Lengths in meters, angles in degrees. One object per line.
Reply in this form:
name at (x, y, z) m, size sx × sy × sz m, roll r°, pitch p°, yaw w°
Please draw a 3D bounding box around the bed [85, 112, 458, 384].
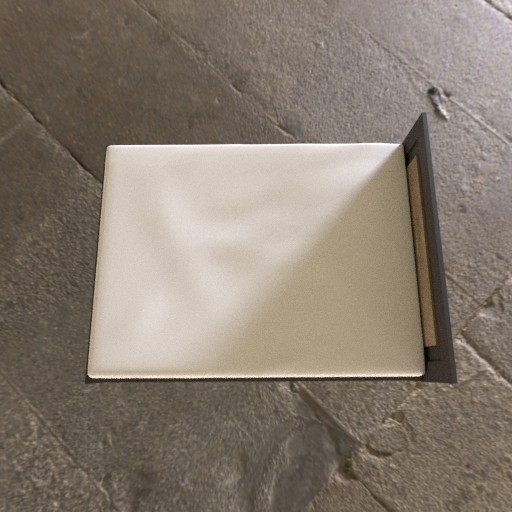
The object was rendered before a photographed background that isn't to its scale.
bed at (0.000, 0.000, 2.882) m, size 2.073 × 0.823 × 1.585 m, roll 0°, pitch 76°, yaw 0°
